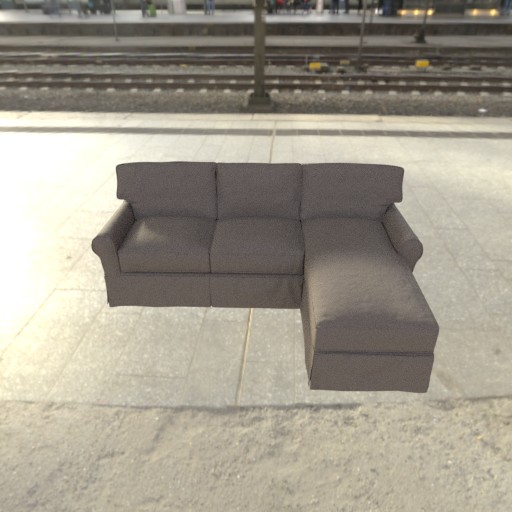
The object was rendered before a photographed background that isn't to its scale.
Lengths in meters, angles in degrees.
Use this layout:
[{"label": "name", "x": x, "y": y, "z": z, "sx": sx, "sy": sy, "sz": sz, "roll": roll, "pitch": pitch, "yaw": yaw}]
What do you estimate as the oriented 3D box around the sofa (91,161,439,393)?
[{"label": "sofa", "x": 0.000, "y": 0.000, "z": 3.321, "sx": 2.475, "sy": 0.978, "sz": 1.733, "roll": 1, "pitch": 31, "yaw": 1}]
